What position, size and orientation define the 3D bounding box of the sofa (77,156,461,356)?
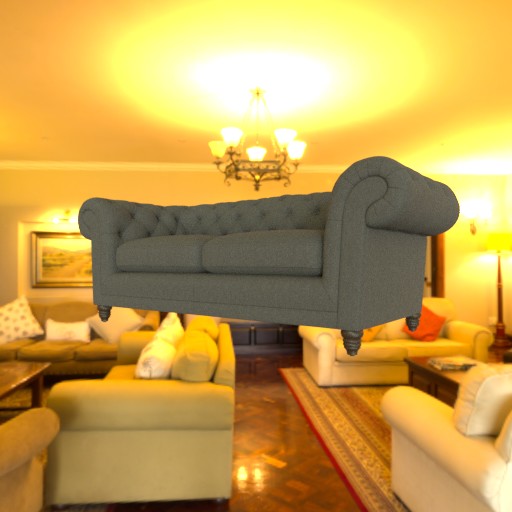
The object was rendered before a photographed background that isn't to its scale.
[{"bbox_3d":[0.000,0.000,2.470,1.998,0.764,0.986,-1,-1,37],"label":"sofa"}]
